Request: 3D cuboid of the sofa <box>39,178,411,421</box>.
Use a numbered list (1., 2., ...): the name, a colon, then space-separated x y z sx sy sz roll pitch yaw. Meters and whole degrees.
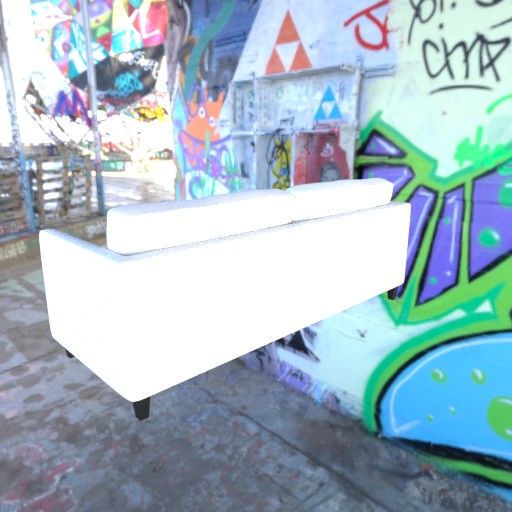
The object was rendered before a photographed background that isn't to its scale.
1. sofa: 0.000 0.000 2.957 2.434 0.965 0.948 -14 21 -42
